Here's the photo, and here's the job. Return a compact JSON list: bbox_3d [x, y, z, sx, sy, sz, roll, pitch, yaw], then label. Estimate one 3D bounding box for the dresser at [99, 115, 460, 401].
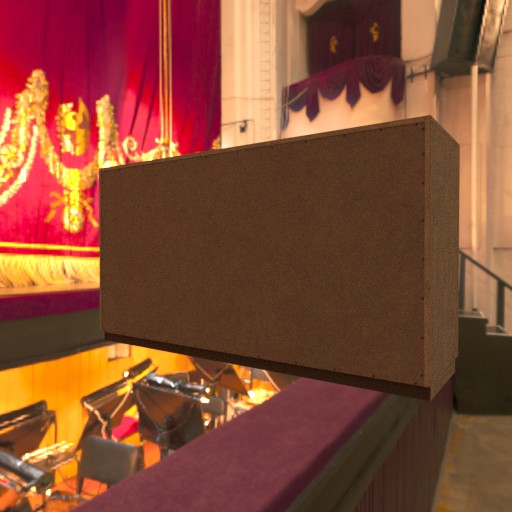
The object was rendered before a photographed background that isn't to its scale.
[{"bbox_3d":[0.000,0.000,2.023,1.628,0.889,0.483,1,1,34],"label":"dresser"}]
